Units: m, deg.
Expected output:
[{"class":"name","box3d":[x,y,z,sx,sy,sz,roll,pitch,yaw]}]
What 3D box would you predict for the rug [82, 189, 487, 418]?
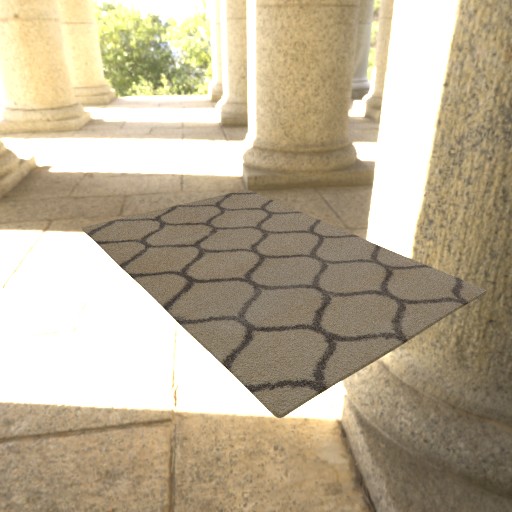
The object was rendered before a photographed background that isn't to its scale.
[{"class":"rug","box3d":[0.000,0.000,3.400,1.801,0.026,2.701,-19,32,-33]}]
